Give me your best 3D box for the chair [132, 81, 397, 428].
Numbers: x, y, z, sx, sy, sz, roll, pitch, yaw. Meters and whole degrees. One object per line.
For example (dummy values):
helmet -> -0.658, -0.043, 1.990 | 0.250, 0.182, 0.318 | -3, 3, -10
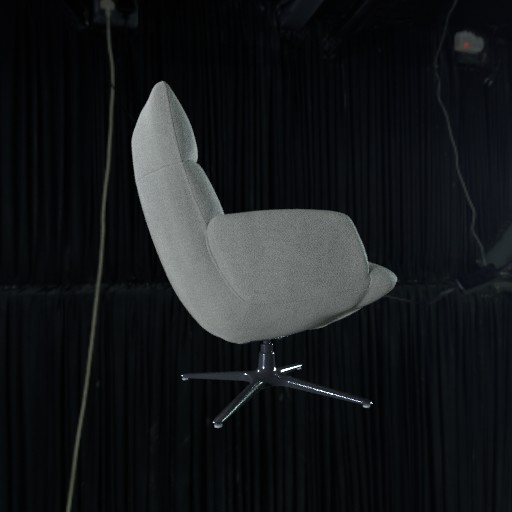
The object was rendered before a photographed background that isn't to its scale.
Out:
chair -> 0.000, 0.000, 1.647 | 0.889, 1.016, 0.711 | 0, 0, -20
